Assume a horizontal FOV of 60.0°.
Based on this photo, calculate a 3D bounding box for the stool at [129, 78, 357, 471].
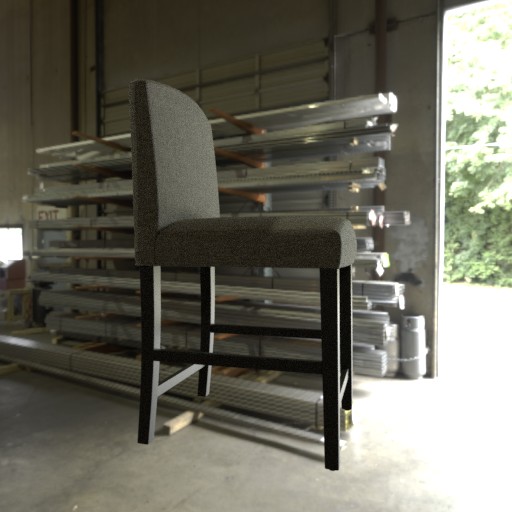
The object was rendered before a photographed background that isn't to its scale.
[{"bbox_3d":[0.000,0.000,1.260,0.552,0.966,0.451,0,1,16],"label":"stool"}]
